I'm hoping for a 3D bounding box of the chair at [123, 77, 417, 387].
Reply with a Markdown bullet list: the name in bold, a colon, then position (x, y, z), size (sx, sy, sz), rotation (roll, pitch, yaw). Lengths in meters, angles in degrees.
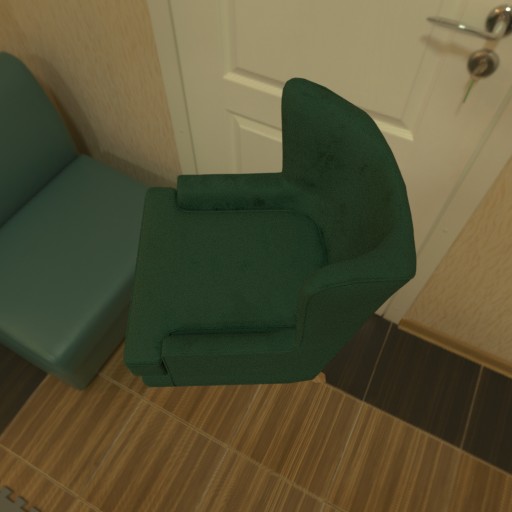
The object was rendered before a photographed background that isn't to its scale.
- **chair**: position (0.000, 0.000, 1.631), size (0.910, 0.952, 0.793), rotation (-1, 58, -1)
